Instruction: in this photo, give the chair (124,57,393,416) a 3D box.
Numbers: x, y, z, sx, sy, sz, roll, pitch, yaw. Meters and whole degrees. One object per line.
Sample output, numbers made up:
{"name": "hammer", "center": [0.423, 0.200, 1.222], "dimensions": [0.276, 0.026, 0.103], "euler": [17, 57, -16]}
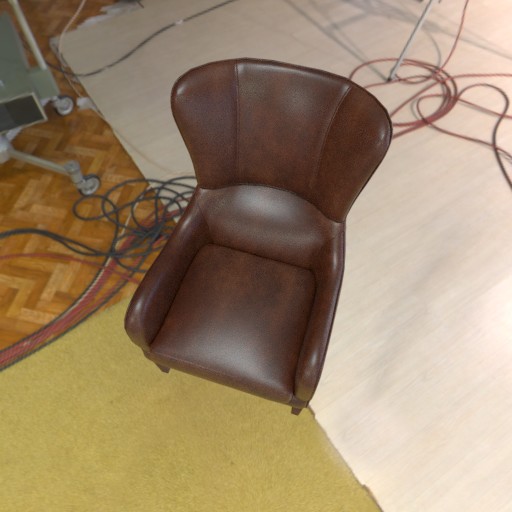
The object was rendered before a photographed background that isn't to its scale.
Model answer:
{"name": "chair", "center": [0.000, 0.000, 1.658], "dimensions": [0.692, 1.048, 0.914], "euler": [15, 60, 9]}
